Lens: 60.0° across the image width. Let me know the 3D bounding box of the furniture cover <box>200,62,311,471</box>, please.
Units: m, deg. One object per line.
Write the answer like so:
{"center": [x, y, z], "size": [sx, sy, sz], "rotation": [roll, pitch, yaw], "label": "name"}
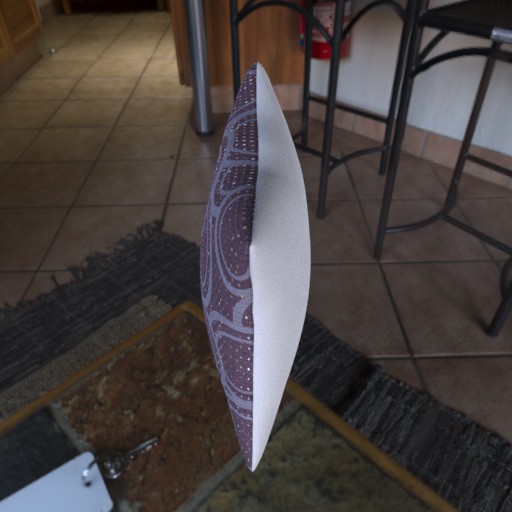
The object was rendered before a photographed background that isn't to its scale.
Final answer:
{"center": [0.000, 0.000, 0.801], "size": [0.193, 0.509, 0.552], "rotation": [1, 41, 1], "label": "furniture cover"}
